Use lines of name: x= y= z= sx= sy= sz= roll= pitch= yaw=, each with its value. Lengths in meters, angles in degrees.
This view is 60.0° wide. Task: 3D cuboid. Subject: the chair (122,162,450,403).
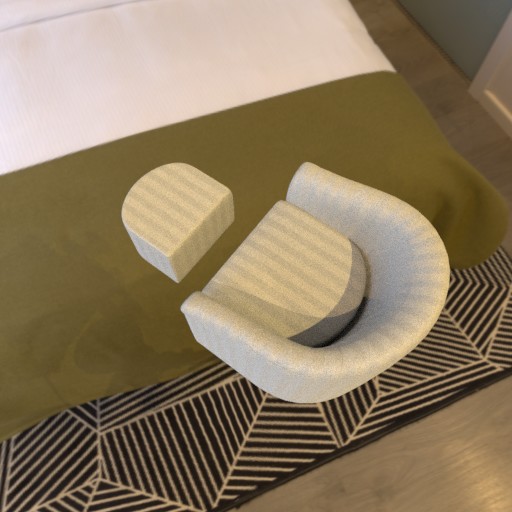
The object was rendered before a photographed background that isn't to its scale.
chair: x=0.000 y=0.000 z=1.751 sx=1.288 sy=0.757 sz=0.756 roll=33 pitch=68 yaw=15
